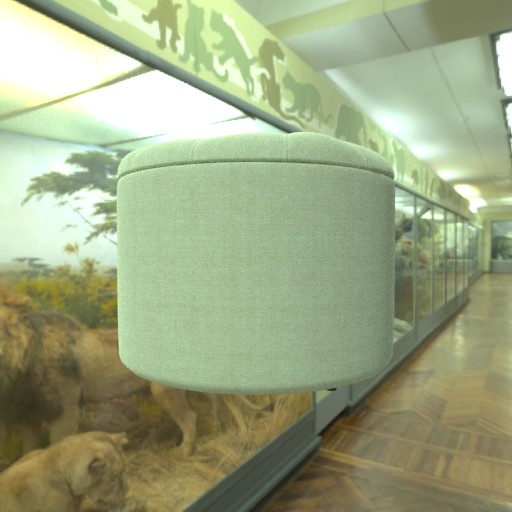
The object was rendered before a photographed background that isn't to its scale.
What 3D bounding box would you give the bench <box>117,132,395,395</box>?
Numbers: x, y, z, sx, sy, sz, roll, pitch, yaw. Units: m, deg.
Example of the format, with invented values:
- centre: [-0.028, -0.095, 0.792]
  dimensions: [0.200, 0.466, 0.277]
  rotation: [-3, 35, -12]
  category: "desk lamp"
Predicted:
- centre: [0.000, 0.000, 1.003]
  dimensions: [0.600, 0.453, 0.600]
  rotation: [0, 2, 0]
  category: "bench"
